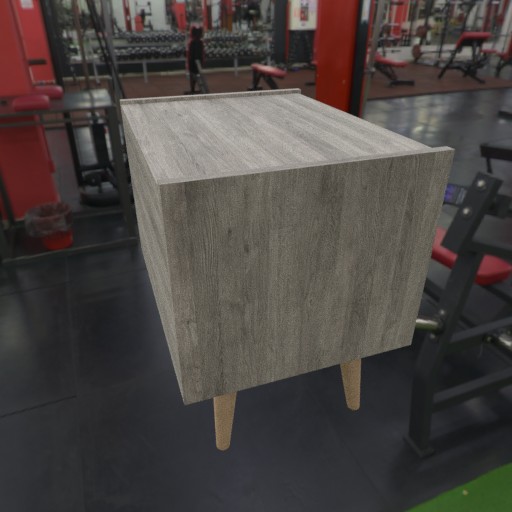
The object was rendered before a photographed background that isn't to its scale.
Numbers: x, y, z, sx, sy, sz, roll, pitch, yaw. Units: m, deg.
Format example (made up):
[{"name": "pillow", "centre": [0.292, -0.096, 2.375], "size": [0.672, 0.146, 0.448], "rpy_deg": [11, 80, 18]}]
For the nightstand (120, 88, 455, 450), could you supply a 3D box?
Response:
[{"name": "nightstand", "centre": [0.000, 0.000, 0.827], "size": [0.380, 0.500, 0.480], "rpy_deg": [-10, 31, -17]}]
